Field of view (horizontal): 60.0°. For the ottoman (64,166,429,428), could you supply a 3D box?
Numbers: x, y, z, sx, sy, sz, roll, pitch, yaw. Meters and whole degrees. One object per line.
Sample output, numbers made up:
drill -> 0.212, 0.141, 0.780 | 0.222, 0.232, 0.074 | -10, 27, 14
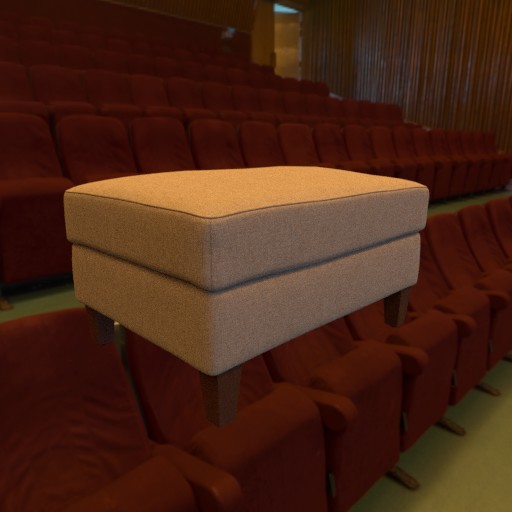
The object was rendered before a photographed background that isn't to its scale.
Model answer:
ottoman -> 0.000, 0.000, 1.342 | 0.898, 0.519, 0.677 | -14, 20, -43
